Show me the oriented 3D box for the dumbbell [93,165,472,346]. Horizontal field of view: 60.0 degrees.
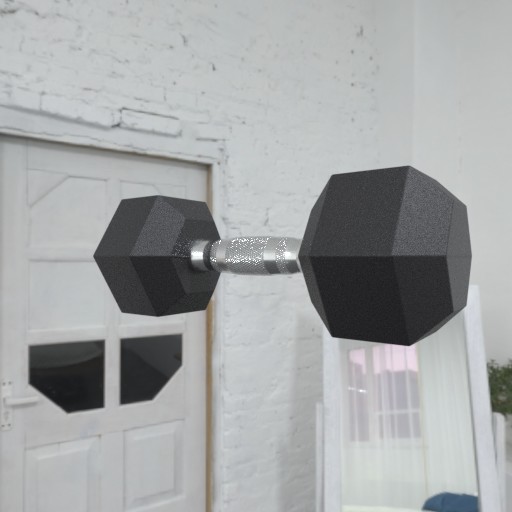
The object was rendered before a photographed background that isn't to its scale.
[{"bbox_3d":[0.000,0.000,0.417,0.356,0.123,0.141,0,0,36],"label":"dumbbell"}]
